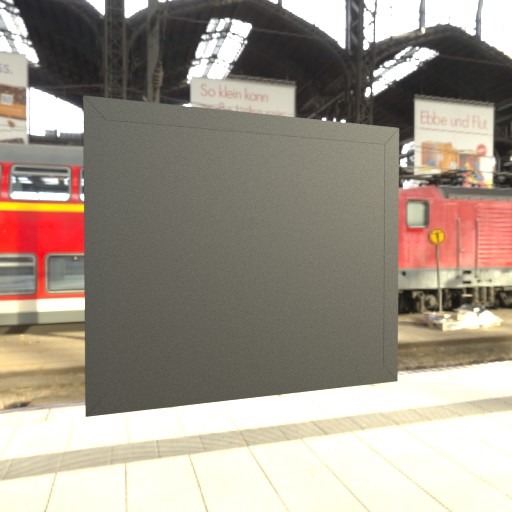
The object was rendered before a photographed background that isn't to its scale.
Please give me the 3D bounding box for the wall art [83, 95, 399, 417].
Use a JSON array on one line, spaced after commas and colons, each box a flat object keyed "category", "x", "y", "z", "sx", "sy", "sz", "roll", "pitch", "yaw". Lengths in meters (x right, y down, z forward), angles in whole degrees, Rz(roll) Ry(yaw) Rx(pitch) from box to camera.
[{"category": "wall art", "x": 0.000, "y": 0.000, "z": 0.529, "sx": 0.381, "sy": 0.330, "sz": 0.029, "roll": 0, "pitch": 1, "yaw": -19}]
